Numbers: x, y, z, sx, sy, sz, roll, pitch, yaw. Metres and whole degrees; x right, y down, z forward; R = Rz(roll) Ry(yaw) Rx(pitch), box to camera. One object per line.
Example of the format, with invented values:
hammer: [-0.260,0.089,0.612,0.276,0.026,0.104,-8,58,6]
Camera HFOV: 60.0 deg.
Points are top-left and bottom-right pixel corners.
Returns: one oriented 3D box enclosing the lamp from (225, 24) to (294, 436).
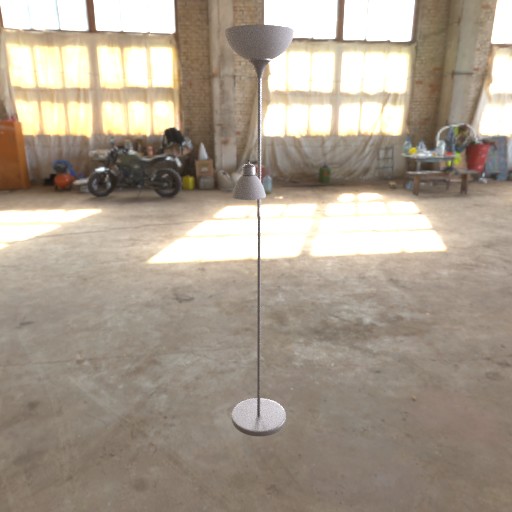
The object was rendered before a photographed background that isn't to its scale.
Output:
lamp: [0.000,0.000,1.940,0.279,1.804,0.425,3,18,10]
